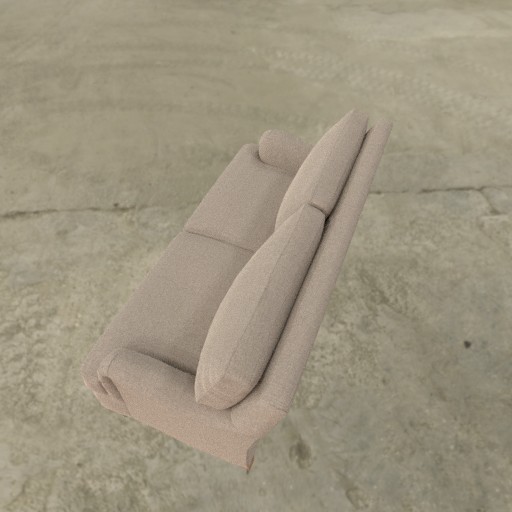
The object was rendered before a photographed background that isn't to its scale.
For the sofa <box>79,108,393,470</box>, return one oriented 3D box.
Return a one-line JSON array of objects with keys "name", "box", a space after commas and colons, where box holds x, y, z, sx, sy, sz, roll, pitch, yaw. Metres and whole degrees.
[{"name": "sofa", "box": [0.000, 0.000, 2.692, 1.087, 1.054, 2.160, 17, 50, 15]}]
